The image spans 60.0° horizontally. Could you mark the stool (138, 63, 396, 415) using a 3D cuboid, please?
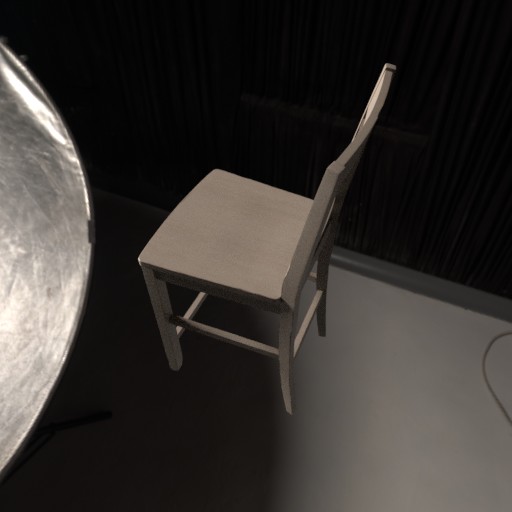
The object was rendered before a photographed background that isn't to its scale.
[{"bbox_3d":[0.000,0.000,1.351,0.539,1.079,0.462,18,49,16],"label":"stool"}]
